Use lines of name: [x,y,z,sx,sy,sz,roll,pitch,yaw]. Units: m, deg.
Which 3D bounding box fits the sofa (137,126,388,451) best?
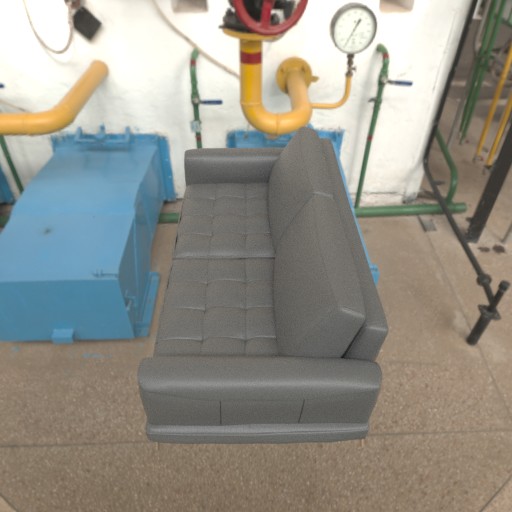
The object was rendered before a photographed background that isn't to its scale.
sofa: [0.000,0.000,2.759,1.121,0.930,2.177,-1,41,-1]
